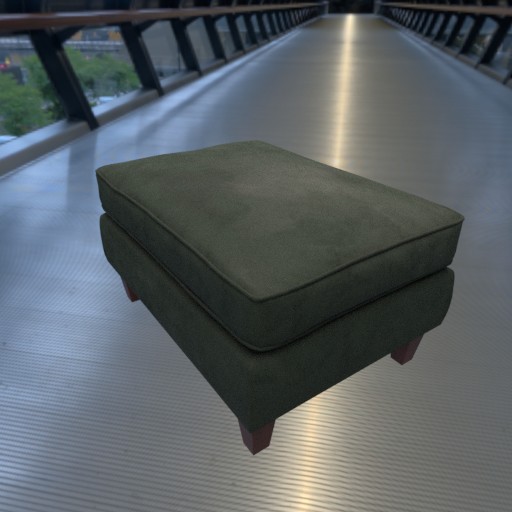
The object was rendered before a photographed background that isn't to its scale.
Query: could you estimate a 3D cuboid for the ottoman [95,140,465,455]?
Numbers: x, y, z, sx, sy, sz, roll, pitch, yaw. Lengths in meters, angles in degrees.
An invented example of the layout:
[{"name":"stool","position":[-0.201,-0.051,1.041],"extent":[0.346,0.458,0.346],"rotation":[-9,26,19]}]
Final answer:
[{"name":"ottoman","position":[0.000,0.000,1.257],"extent":[0.632,0.495,0.864],"rotation":[-19,34,-30]}]
